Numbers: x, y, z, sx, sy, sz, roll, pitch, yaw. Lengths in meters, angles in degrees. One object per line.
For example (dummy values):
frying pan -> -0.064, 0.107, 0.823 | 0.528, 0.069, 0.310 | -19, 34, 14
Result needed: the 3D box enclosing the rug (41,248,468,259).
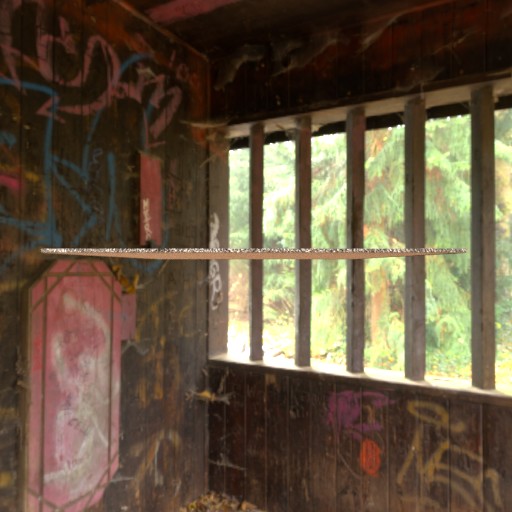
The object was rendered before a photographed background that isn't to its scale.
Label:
rug -> 0.000, 0.000, 3.974 | 2.401, 0.025, 3.000 | 0, -1, 1
